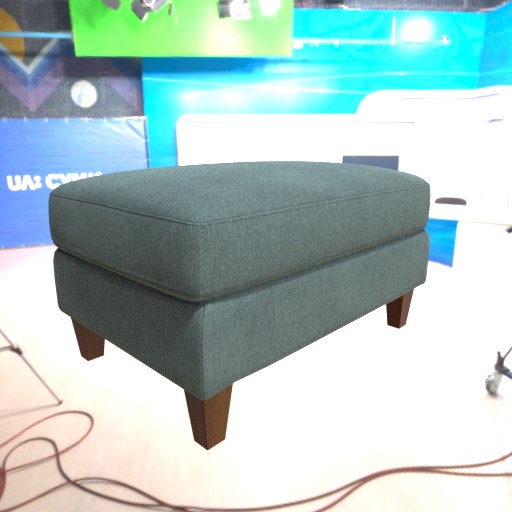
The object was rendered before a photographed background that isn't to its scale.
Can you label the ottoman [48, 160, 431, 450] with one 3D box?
[{"bbox_3d":[0.000,0.000,1.173,0.584,0.483,0.864,14,21,42],"label":"ottoman"}]
